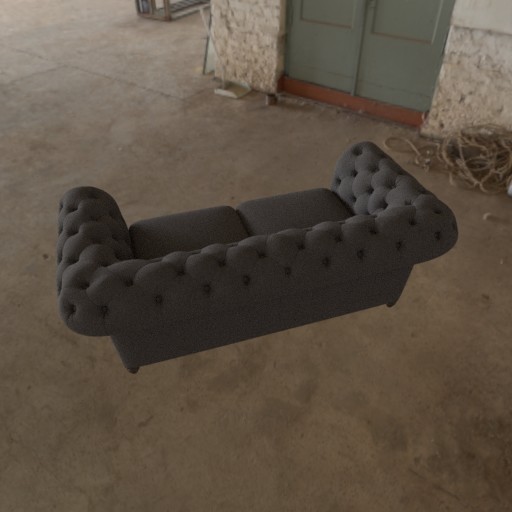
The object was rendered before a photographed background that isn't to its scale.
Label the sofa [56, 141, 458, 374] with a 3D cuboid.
[{"bbox_3d":[0.000,0.000,2.500,1.998,0.764,0.986,-12,43,-13],"label":"sofa"}]
